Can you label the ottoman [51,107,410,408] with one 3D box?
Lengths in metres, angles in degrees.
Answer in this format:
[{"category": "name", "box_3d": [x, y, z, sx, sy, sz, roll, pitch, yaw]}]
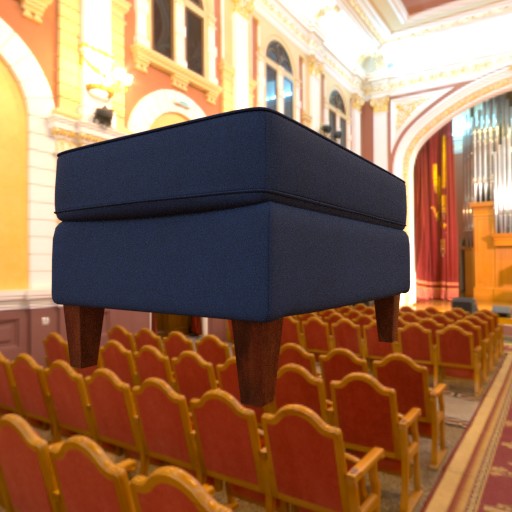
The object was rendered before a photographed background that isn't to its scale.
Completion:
[{"category": "ottoman", "box_3d": [0.000, 0.000, 1.354, 0.686, 0.584, 0.965, -1, -1, 34]}]
